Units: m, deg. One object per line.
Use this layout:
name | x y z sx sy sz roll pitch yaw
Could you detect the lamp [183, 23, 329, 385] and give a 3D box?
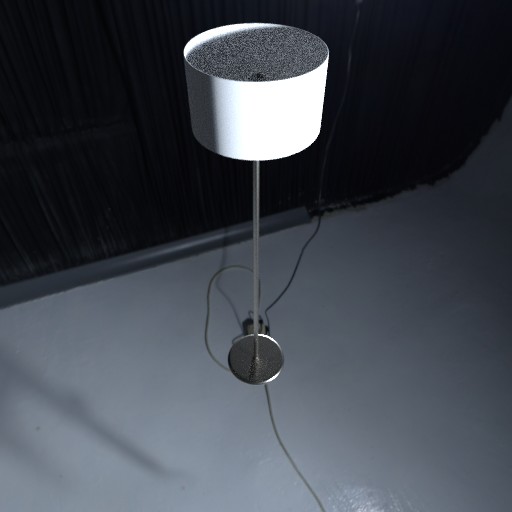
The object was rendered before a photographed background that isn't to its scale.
lamp | 0.000 0.000 1.588 0.347 1.443 0.347 -16 49 -15
